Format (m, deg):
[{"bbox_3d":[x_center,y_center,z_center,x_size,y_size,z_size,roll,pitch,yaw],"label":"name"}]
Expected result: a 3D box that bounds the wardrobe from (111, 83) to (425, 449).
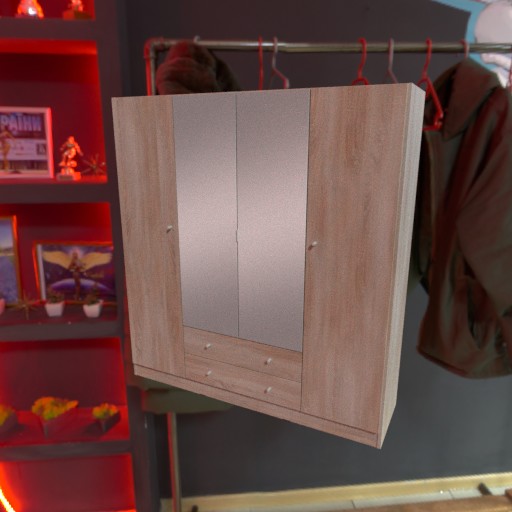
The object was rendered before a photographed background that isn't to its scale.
[{"bbox_3d":[0.000,0.000,3.146,1.998,2.159,0.598,8,17,26],"label":"wardrobe"}]
